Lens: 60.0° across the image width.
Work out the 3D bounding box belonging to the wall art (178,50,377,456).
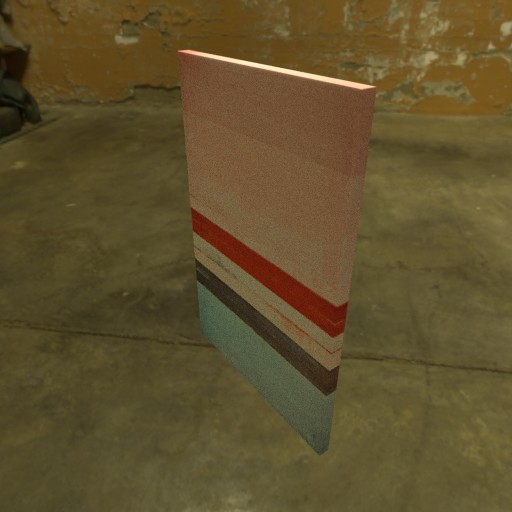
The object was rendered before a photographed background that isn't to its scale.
[{"bbox_3d":[0.000,0.000,1.144,0.038,0.914,0.610,-21,37,-31],"label":"wall art"}]
